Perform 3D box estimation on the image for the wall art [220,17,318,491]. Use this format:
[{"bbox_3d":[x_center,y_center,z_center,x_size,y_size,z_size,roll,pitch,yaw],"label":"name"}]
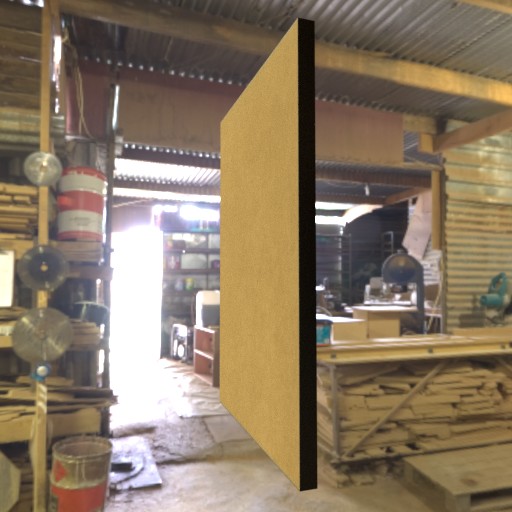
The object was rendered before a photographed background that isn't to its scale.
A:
[{"bbox_3d":[0.000,0.000,0.576,0.019,0.455,0.314,1,-3,-18],"label":"wall art"}]
